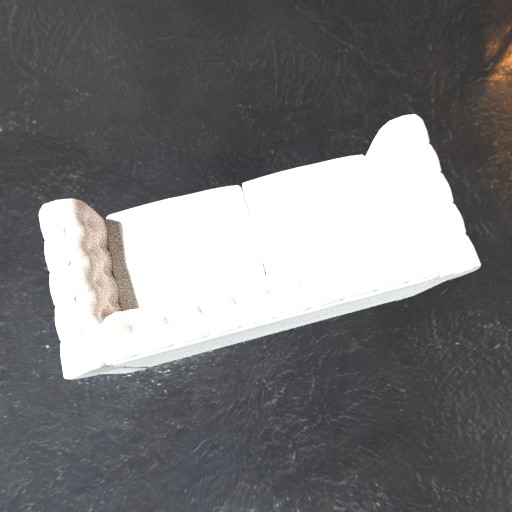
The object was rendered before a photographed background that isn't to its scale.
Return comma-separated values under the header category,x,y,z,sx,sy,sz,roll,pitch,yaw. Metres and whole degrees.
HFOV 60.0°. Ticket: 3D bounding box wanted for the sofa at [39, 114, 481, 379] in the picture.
category,x,y,z,sx,sy,sz,roll,pitch,yaw
sofa,0.000,0.000,2.235,1.798,0.796,0.771,-15,76,-4
